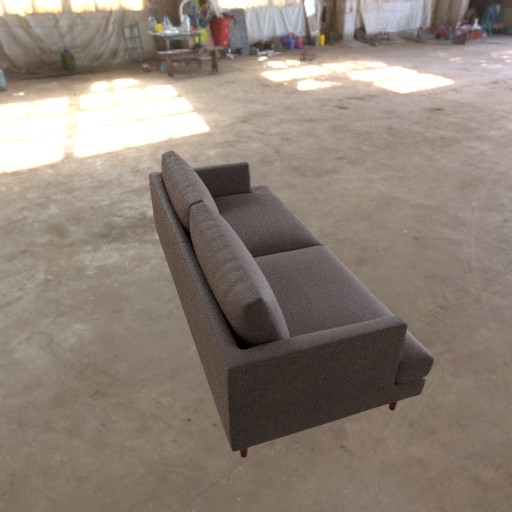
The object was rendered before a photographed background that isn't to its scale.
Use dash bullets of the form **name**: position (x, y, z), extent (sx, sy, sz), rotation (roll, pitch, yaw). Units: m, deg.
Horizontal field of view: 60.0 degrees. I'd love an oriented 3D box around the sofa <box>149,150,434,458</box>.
- **sofa**: position (0.000, 0.000, 2.842), extent (1.020, 0.868, 2.250), rotation (-10, 33, -16)
